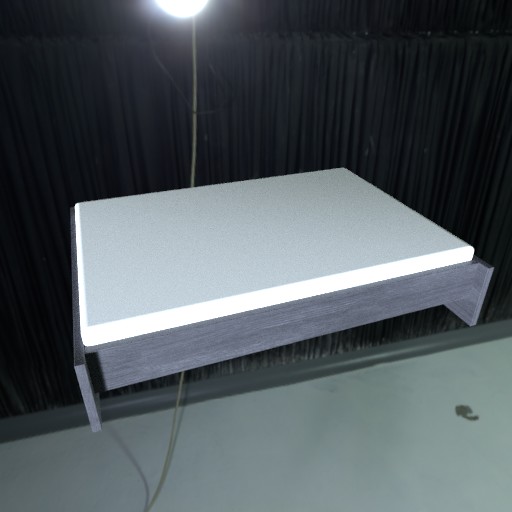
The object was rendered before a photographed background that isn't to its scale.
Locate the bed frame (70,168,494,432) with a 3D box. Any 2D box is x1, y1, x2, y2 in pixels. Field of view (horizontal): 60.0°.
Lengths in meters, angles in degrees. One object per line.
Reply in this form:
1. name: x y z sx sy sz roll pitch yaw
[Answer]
1. bed frame: 0.000 0.000 2.566 1.950 0.432 1.490 -11 32 -17
